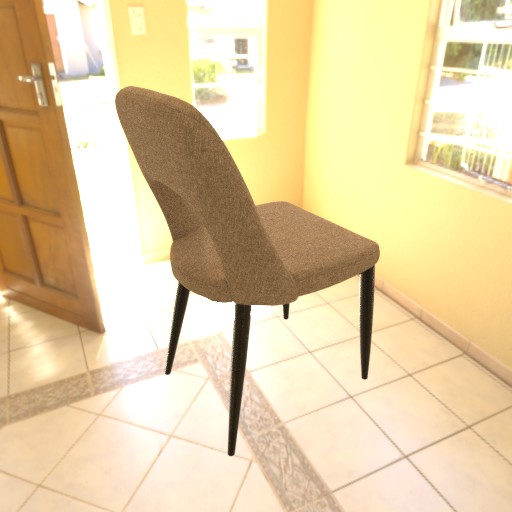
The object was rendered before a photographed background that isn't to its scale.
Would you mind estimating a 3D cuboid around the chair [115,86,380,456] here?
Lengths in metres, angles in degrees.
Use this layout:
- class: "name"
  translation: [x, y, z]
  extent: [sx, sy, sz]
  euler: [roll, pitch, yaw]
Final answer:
- class: "chair"
  translation: [0.000, 0.000, 1.260]
  extent: [0.612, 0.931, 0.470]
  euler: [-18, 32, -31]
